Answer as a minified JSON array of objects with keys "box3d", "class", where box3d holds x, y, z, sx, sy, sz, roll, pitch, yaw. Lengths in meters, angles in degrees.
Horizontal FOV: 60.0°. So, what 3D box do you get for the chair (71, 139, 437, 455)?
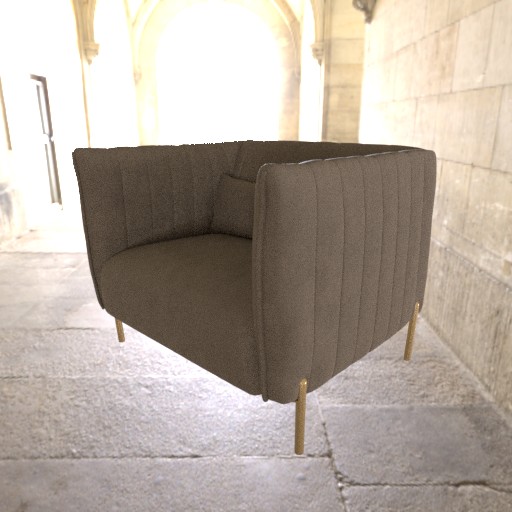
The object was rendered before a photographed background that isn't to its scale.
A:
[{"box3d":[0.000,0.000,1.596,0.981,0.779,0.873,16,23,41],"class":"chair"}]
